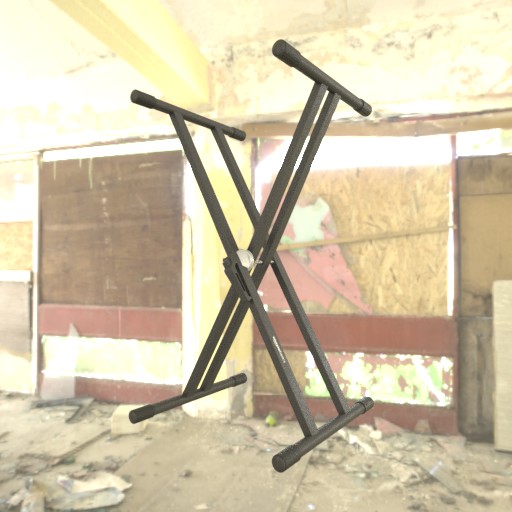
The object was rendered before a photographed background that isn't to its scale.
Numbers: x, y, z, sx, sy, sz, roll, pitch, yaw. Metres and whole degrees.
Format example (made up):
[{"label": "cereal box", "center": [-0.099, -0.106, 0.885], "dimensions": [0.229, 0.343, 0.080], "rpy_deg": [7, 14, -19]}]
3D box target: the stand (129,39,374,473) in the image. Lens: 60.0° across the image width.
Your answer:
[{"label": "stand", "center": [0.000, 0.000, 1.253], "dimensions": [0.503, 0.900, 0.495], "rpy_deg": [0, -1, 36]}]
